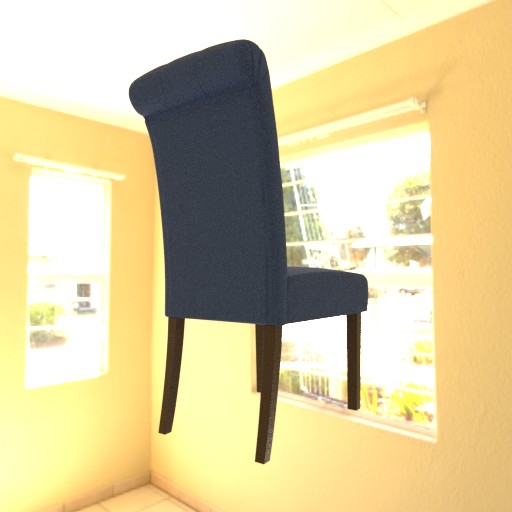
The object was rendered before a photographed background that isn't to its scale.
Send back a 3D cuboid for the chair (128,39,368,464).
[{"bbox_3d":[0.000,0.000,1.351,0.456,1.006,0.671,-2,-3,35],"label":"chair"}]
